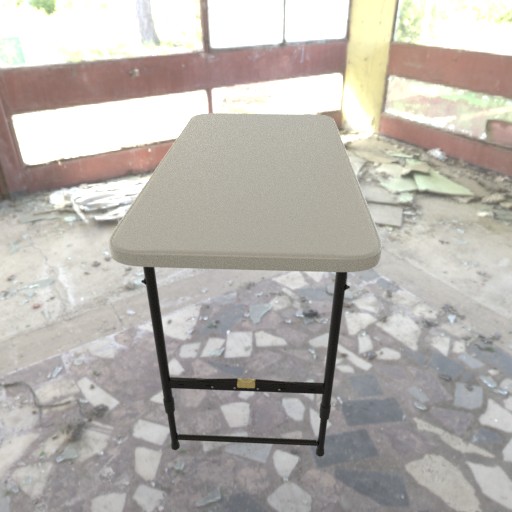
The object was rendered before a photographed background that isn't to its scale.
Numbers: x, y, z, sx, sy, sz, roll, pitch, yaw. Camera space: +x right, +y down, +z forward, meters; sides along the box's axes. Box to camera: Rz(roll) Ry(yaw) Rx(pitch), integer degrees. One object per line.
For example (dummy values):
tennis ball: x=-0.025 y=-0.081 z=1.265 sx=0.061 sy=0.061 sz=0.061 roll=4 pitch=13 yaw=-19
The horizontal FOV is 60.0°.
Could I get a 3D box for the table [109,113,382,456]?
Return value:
table: x=0.000 y=0.000 z=1.630 sx=0.610 sy=0.737 sz=1.219 roll=1 pitch=31 yaw=2
